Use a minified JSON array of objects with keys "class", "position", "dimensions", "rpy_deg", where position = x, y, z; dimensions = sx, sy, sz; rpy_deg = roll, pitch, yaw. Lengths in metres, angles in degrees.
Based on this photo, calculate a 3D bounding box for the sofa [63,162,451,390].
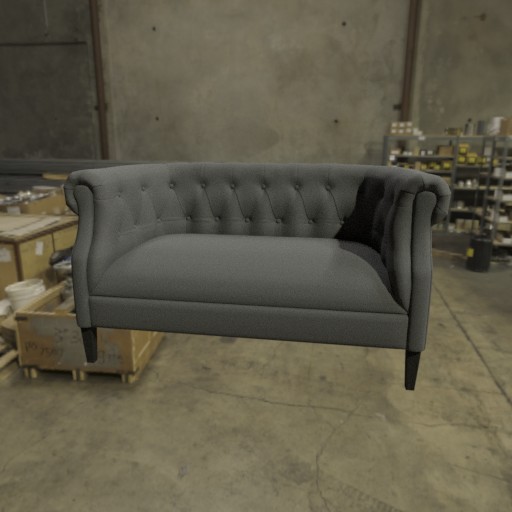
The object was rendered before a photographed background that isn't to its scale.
[{"class":"sofa","position":[0.000,0.000,2.089],"dimensions":[1.558,0.827,0.835],"rpy_deg":[2,15,9]}]
